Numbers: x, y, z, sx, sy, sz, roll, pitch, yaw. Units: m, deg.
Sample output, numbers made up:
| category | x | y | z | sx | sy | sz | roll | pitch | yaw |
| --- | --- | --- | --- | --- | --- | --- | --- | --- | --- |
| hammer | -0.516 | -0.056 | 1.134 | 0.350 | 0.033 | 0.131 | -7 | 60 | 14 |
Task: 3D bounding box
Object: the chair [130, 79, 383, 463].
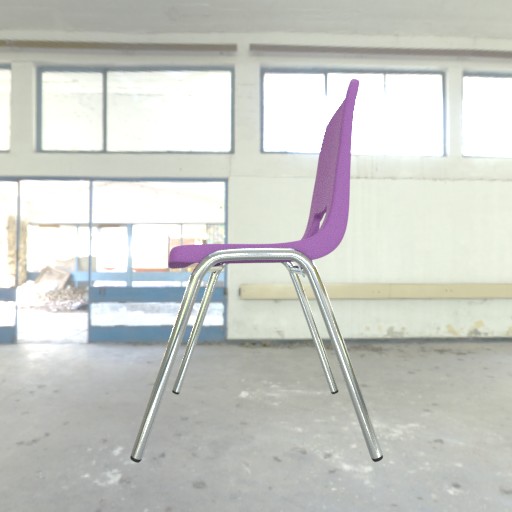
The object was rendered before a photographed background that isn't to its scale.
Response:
| category | x | y | z | sx | sy | sz | roll | pitch | yaw |
| --- | --- | --- | --- | --- | --- | --- | --- | --- | --- |
| chair | 0.000 | 0.000 | 0.671 | 0.301 | 0.493 | 0.291 | 0 | -1 | 0 |
